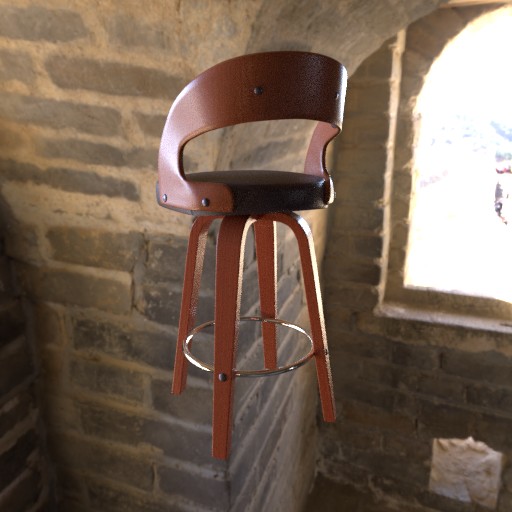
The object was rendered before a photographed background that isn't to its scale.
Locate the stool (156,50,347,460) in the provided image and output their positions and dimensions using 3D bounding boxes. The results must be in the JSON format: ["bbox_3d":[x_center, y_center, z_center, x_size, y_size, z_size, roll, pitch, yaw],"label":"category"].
[{"bbox_3d":[0.000,0.000,1.193,0.457,0.940,0.457,-7,15,-27],"label":"stool"}]
